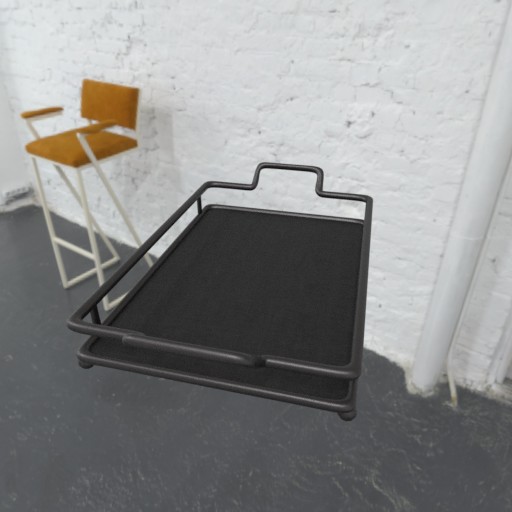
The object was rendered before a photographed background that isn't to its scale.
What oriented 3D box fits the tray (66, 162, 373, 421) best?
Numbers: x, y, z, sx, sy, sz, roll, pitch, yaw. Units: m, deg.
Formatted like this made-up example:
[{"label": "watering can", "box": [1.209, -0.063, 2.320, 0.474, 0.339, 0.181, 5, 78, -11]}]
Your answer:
[{"label": "tray", "box": [0.000, 0.000, 0.596, 0.297, 0.101, 0.495, 7, 31, 12]}]
